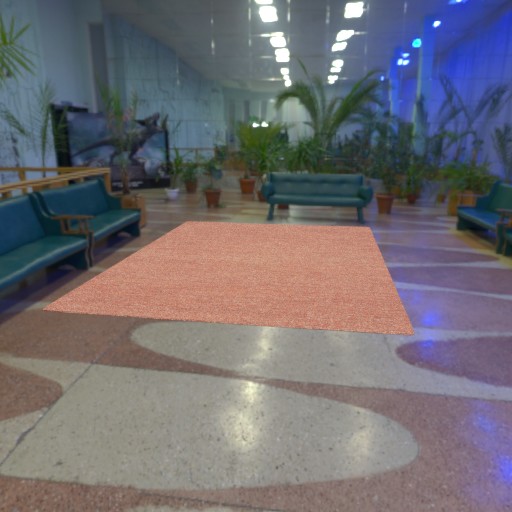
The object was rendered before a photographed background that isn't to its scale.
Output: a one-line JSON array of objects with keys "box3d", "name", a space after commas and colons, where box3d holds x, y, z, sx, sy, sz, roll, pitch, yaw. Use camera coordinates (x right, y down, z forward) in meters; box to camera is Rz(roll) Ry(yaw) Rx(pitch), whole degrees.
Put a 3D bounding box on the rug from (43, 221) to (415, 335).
[{"box3d": [0.000, 0.000, 2.837, 1.594, 0.009, 2.112, 2, 15, 9], "name": "rug"}]
